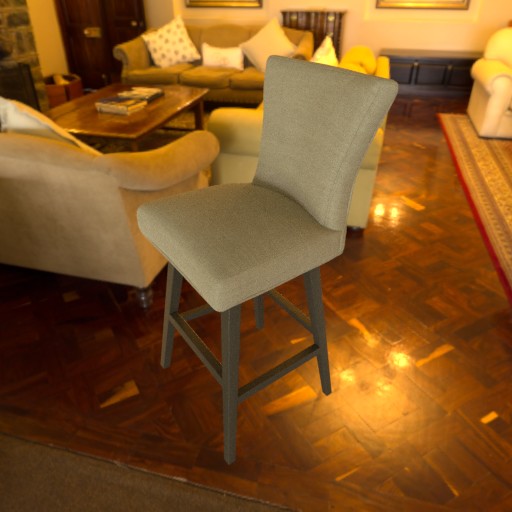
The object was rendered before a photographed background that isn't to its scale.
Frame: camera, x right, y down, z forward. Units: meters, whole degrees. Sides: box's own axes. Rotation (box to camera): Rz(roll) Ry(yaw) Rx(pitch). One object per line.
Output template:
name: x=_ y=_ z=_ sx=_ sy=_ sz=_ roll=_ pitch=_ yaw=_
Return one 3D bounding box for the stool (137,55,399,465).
stool: x=0.000 y=0.000 z=1.406 sx=0.574 sy=1.086 sz=0.514 roll=-20 pitch=38 yaw=-28
